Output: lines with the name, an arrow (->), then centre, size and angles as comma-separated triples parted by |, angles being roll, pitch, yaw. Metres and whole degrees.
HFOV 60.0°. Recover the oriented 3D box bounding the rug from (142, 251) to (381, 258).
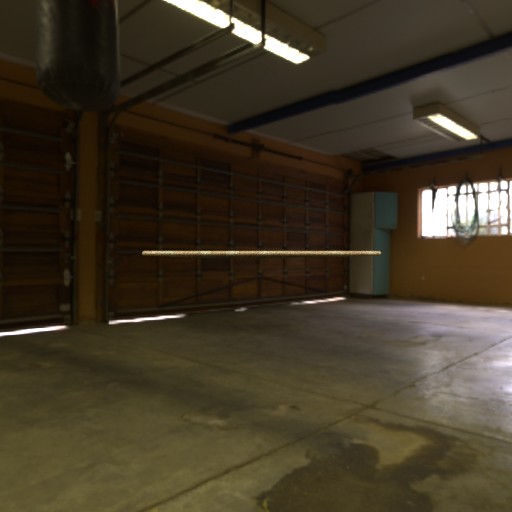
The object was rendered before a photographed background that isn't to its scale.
rug -> 0.000, 0.000, 2.421 | 0.691, 0.013, 2.289 | 0, 0, -1
